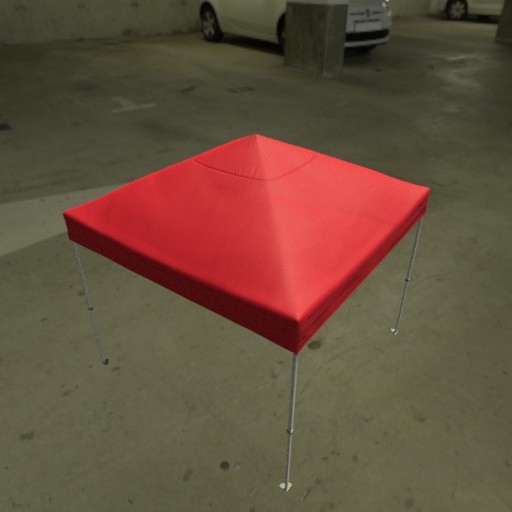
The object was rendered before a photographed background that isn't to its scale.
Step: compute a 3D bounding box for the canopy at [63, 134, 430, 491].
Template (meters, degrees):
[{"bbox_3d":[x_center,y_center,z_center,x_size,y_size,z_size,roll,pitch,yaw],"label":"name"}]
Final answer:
[{"bbox_3d":[0.000,0.000,5.409,2.998,2.997,2.996,22,38,30],"label":"canopy"}]
